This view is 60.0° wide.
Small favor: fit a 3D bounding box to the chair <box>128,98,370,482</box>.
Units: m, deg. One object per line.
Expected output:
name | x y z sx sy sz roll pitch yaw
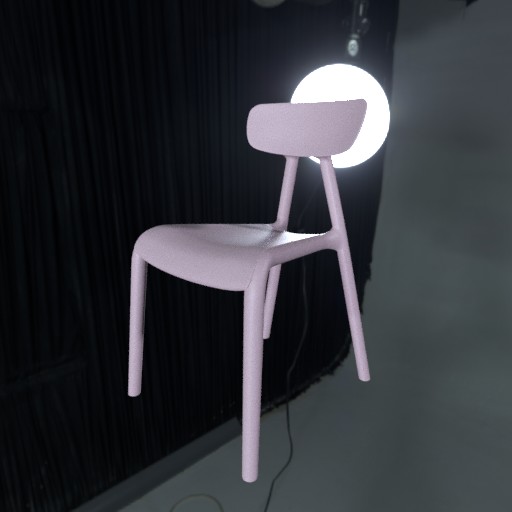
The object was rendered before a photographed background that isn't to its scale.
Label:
chair | 0.000 0.000 0.856 0.356 0.580 0.401 14 21 42
